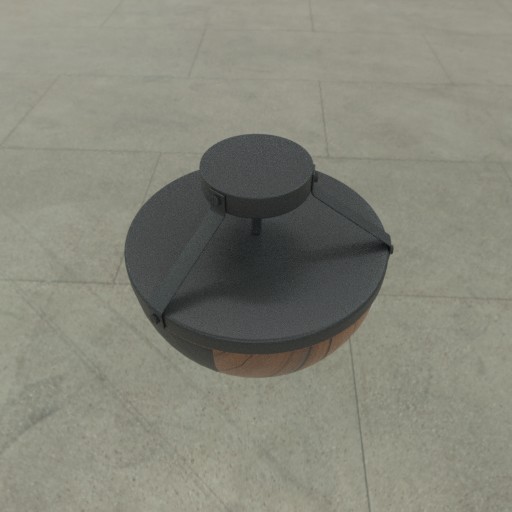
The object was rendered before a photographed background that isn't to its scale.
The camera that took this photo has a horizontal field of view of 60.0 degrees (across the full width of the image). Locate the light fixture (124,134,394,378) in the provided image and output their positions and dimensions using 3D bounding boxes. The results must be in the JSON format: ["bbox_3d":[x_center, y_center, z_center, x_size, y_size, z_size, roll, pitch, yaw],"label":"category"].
[{"bbox_3d":[0.000,0.000,0.545,0.304,0.269,0.304,0,45,0],"label":"light fixture"}]
